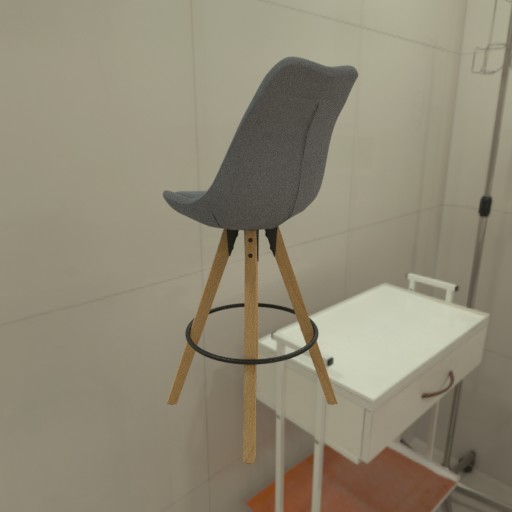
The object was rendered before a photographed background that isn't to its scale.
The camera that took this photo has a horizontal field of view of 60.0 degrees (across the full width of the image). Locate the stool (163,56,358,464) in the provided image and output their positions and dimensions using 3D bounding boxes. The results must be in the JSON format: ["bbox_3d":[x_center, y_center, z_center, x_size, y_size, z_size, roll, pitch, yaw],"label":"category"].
[{"bbox_3d":[0.000,0.000,1.433,0.485,1.115,0.550,-15,22,-42],"label":"stool"}]
